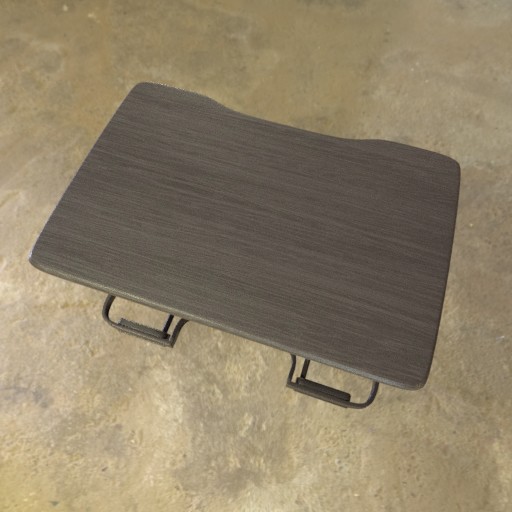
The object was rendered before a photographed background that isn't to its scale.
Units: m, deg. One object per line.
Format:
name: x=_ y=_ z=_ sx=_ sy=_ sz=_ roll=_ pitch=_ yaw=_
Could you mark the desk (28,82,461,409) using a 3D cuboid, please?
desk: x=0.000 y=0.000 z=1.148 sx=0.820 sy=0.470 sz=0.546 roll=17 pitch=65 yaw=8
